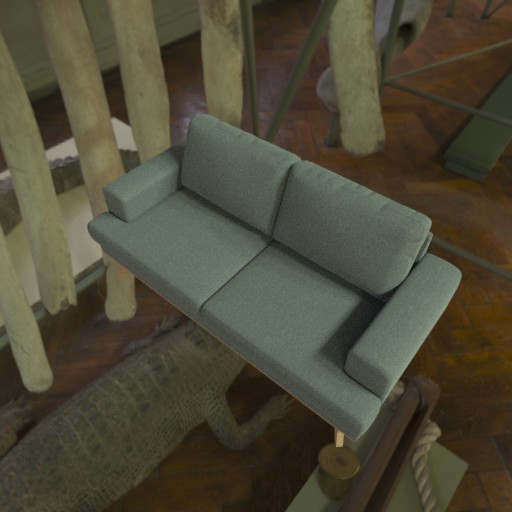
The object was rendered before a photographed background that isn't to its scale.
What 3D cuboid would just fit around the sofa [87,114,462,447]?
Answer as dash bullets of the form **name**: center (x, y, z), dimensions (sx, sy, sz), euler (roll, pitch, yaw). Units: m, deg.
- **sofa**: center (0.000, 0.000, 2.108), dimensions (1.650, 0.810, 0.785), euler (32, 55, 25)
